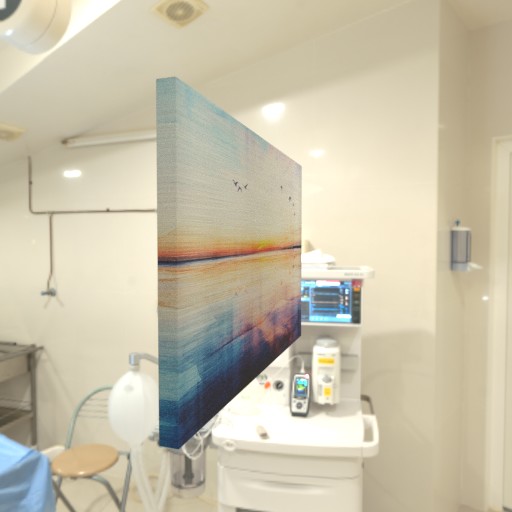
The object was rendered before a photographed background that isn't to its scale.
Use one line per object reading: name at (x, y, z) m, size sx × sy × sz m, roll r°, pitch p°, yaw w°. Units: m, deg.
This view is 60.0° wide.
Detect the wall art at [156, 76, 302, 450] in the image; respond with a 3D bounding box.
wall art at (0.000, 0.000, 1.153) m, size 0.037 × 0.605 × 0.911 m, roll 1°, pitch 2°, yaw 18°
